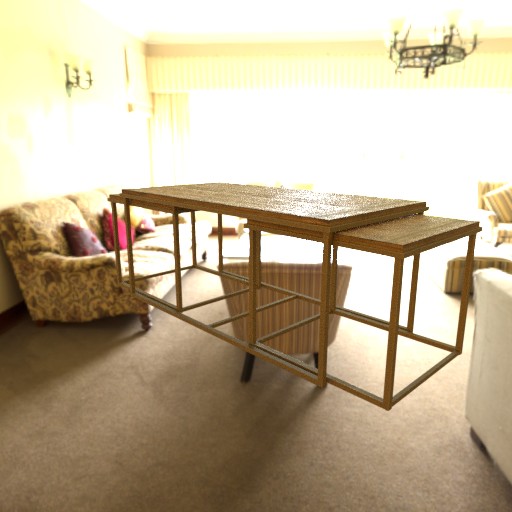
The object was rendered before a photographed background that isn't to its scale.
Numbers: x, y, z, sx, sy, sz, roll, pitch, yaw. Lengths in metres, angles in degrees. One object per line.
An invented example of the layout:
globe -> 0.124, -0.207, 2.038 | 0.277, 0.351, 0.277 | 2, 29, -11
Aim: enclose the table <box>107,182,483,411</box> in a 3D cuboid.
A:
table -> 0.000, 0.000, 1.544 | 0.489, 0.427, 1.312 | -13, 19, -42
